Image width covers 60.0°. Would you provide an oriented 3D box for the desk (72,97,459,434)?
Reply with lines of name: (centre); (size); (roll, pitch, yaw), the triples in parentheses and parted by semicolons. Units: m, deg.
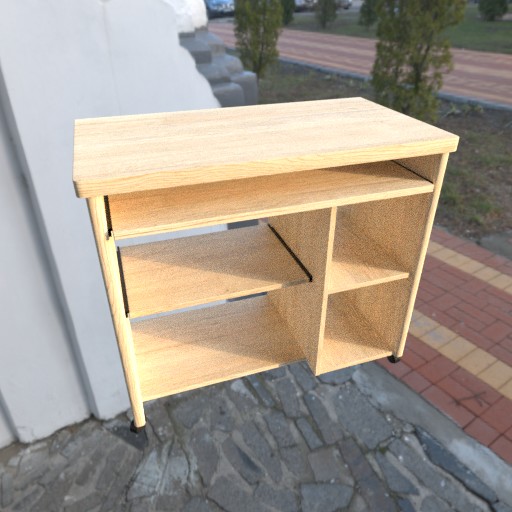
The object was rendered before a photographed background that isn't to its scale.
desk: (0.000, 0.000, 1.338); (0.885, 0.770, 0.480); (-10, 33, -16)
